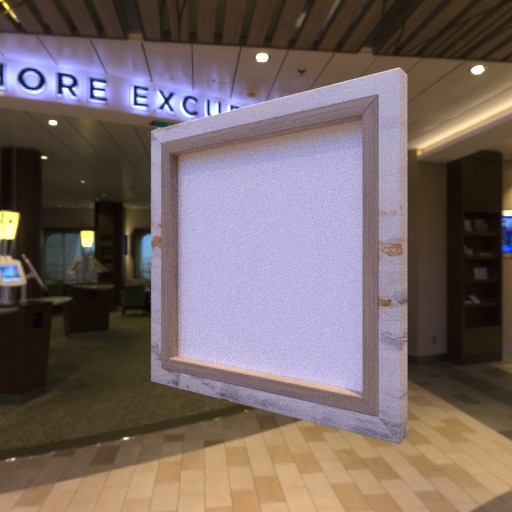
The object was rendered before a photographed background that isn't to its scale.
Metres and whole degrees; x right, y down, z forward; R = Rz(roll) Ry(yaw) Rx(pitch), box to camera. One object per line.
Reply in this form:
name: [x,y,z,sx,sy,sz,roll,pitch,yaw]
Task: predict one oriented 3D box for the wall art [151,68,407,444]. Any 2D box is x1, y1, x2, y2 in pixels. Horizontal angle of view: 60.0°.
wall art: [0.000,0.000,0.917,0.611,0.613,0.040,0,0,37]
